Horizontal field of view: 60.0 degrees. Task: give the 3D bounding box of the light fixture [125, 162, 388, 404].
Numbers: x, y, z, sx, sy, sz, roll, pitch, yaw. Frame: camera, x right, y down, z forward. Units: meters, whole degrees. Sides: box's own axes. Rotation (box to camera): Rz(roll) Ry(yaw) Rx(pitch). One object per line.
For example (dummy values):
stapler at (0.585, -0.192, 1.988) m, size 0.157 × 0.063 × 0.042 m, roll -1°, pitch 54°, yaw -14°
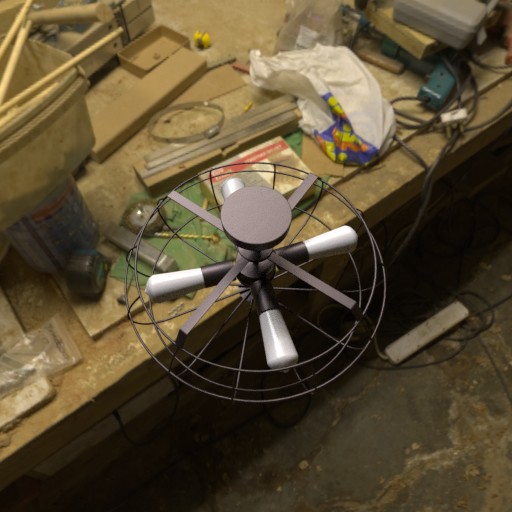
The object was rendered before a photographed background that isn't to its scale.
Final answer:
light fixture at (0.000, 0.000, 0.945) m, size 0.582 × 0.311 × 0.582 m, roll 0°, pitch 59°, yaw 0°
